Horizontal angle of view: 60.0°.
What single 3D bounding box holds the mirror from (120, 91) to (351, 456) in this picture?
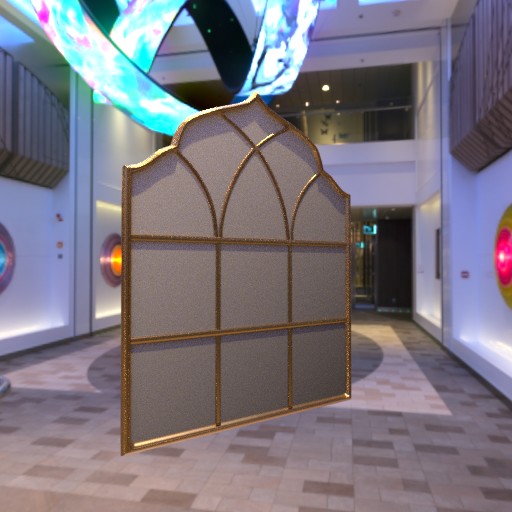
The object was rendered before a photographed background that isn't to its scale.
[{"bbox_3d":[0.000,0.000,0.846,0.513,0.635,0.018,1,-1,-34],"label":"mirror"}]
